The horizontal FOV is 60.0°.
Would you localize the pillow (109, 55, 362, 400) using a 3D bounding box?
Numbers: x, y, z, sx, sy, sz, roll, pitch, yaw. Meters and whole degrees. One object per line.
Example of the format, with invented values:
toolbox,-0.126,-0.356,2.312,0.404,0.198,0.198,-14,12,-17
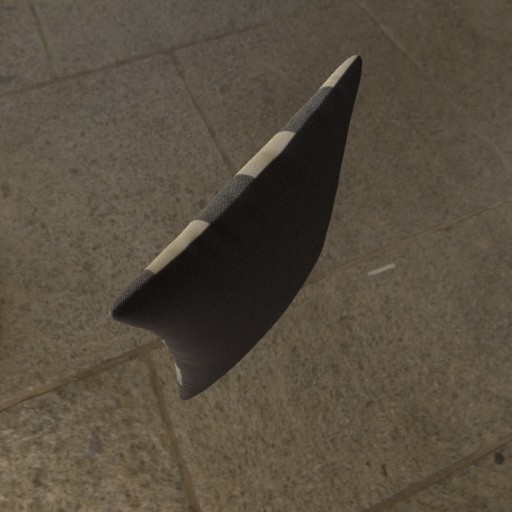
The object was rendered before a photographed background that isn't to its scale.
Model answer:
pillow,0.000,0.000,0.785,0.161,0.509,0.511,34,67,16
